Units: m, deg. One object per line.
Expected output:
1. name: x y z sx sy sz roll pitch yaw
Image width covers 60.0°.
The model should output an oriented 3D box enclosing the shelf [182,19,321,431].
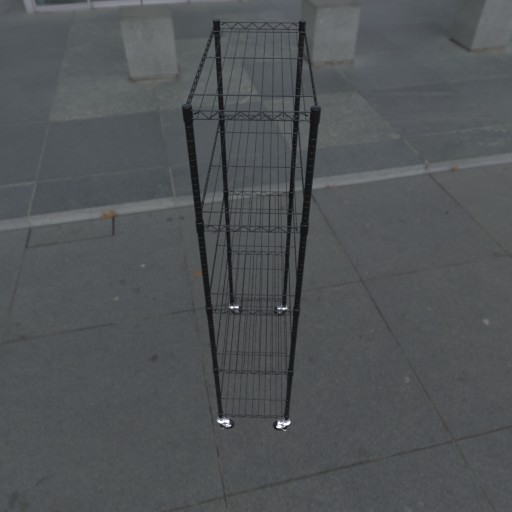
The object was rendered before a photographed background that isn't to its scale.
1. shelf: 0.000 0.000 1.889 0.356 1.645 0.762 1 43 1
